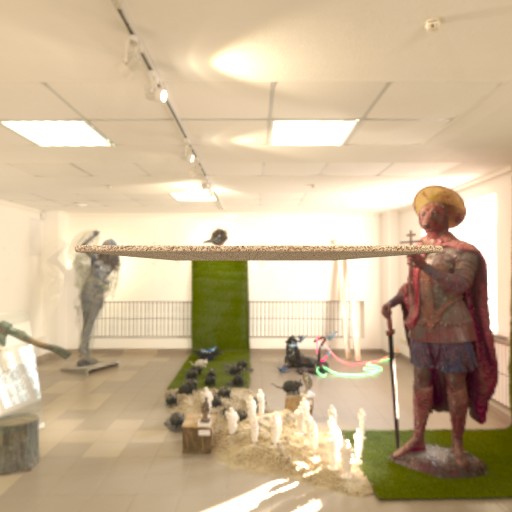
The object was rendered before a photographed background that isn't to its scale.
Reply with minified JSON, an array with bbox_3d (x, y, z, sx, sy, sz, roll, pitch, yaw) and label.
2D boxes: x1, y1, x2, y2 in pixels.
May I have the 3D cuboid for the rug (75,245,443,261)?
[{"bbox_3d":[0.000,0.000,3.036,1.524,0.030,2.438,0,-1,-1],"label":"rug"}]
